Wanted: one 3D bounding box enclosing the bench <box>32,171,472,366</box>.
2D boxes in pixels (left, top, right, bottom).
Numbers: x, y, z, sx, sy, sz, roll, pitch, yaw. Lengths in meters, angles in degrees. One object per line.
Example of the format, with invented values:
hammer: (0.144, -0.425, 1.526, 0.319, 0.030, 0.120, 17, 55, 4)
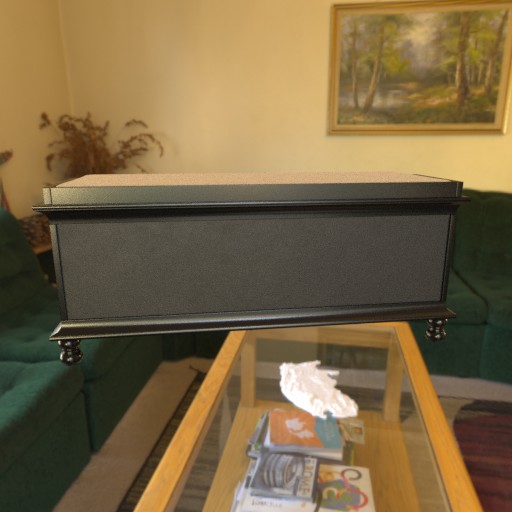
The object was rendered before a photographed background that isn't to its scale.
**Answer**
bench: (0.000, 0.000, 1.426, 1.185, 0.501, 0.402, -2, 15, -7)
